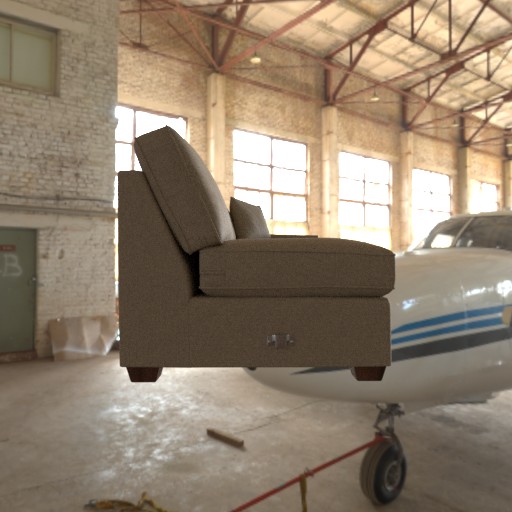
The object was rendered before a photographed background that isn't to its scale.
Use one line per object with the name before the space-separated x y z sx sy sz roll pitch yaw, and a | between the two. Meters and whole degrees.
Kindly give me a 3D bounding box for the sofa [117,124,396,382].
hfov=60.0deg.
sofa | 0.000 0.000 2.558 1.034 0.946 1.963 0 -1 -1
